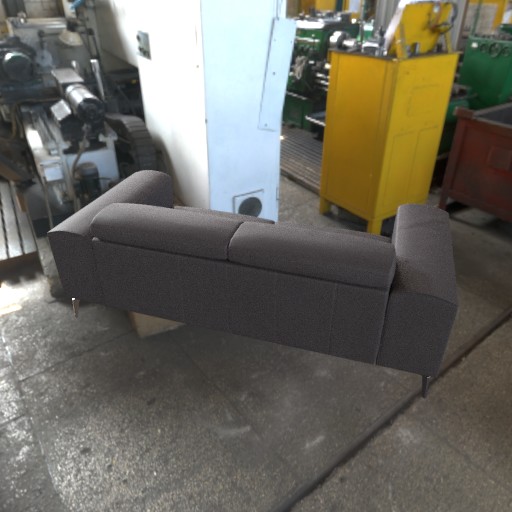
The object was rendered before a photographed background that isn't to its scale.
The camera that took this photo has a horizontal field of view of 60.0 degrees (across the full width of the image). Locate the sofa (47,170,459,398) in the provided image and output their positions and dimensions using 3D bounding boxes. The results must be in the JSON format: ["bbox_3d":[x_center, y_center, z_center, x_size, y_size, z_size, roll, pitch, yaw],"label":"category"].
[{"bbox_3d":[0.000,0.000,2.885,2.330,0.814,1.048,10,33,15],"label":"sofa"}]
